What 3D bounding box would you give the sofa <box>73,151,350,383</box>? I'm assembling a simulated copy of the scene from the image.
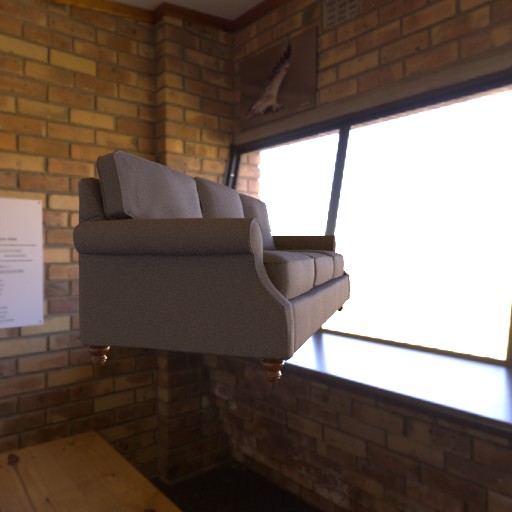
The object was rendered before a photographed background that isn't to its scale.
[{"bbox_3d":[0.000,0.000,2.811,0.966,0.948,2.353,0,1,18],"label":"sofa"}]
